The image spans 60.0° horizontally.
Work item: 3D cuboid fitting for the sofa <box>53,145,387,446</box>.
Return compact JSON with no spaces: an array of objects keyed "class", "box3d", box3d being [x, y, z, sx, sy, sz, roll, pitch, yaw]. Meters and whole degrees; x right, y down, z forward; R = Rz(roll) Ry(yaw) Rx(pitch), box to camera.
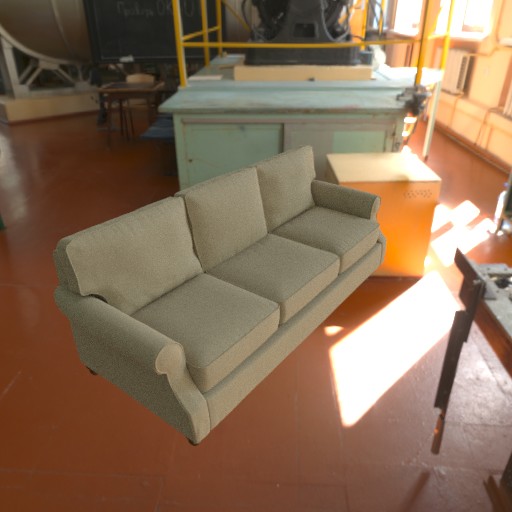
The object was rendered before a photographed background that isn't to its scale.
[{"class":"sofa","box3d":[0.000,0.000,2.882,0.966,0.948,2.354,20,34,32]}]
